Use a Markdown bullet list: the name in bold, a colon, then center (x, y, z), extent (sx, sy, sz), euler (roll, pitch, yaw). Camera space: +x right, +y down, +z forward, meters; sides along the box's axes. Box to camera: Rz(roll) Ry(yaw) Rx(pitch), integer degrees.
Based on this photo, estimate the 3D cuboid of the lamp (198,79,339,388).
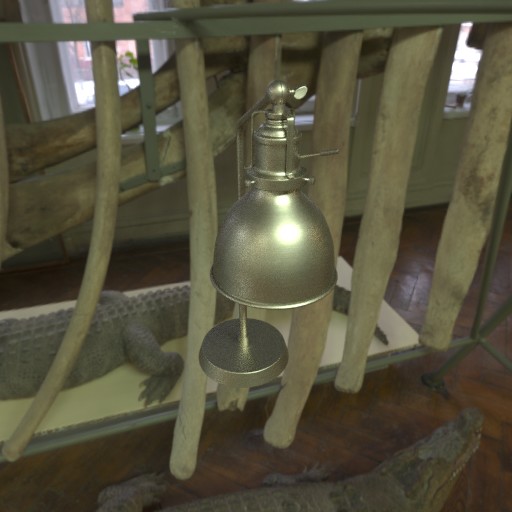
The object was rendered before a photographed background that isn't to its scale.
- **lamp**: center (0.000, 0.000, 0.588), extent (0.153, 0.456, 0.286), euler (-9, 31, -16)
